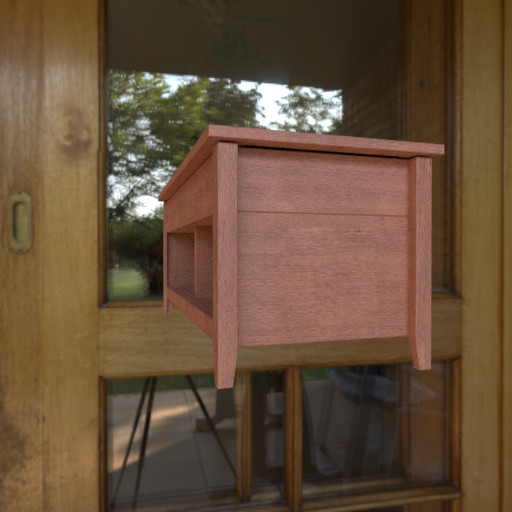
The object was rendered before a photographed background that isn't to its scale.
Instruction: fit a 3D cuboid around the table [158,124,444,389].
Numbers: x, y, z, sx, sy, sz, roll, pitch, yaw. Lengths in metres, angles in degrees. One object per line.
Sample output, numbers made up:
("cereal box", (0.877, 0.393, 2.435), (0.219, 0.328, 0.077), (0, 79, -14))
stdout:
("table", (0.000, 0.000, 1.310), (0.483, 0.457, 1.016), (0, 1, -17))
